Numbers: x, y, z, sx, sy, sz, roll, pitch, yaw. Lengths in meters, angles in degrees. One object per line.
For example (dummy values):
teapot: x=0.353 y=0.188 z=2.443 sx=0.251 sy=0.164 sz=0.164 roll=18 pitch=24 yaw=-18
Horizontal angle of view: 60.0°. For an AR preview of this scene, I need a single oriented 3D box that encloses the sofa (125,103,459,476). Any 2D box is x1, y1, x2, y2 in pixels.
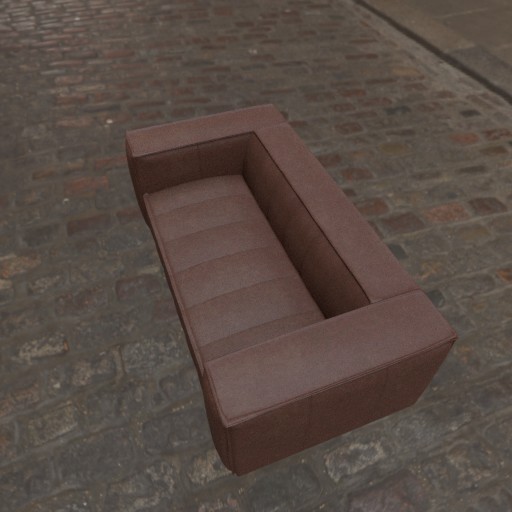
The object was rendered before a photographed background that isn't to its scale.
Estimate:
sofa: x=0.000 y=0.000 z=2.596 sx=1.102 sy=0.703 sz=2.088 roll=-16 pitch=50 yaw=-14
